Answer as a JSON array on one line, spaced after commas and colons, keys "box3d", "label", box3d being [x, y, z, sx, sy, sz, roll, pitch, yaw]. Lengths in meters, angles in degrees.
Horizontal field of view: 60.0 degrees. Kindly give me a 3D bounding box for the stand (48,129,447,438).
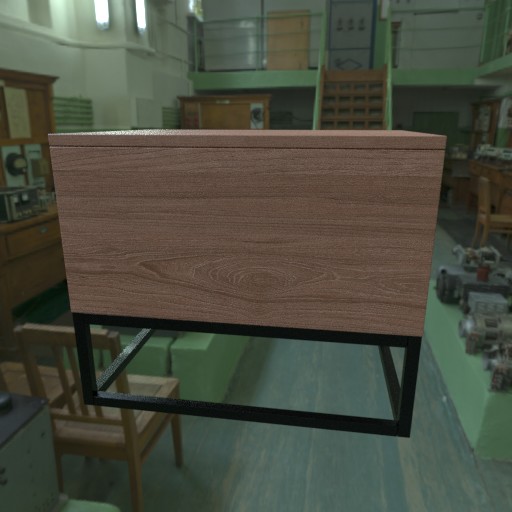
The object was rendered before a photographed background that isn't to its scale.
[{"box3d": [0.000, 0.000, 0.927, 0.600, 0.500, 0.420, 3, 17, 9], "label": "stand"}]
